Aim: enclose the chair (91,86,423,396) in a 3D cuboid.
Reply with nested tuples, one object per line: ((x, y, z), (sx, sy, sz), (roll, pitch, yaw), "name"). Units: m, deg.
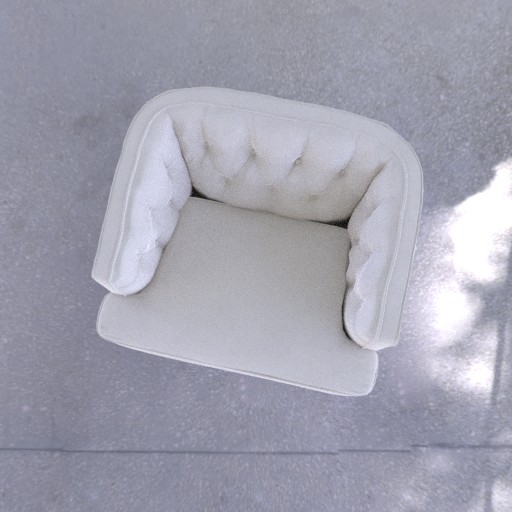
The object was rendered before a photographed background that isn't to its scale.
((0.000, 0.000, 1.819), (1.104, 0.852, 0.941), (12, 76, 3), "chair")
